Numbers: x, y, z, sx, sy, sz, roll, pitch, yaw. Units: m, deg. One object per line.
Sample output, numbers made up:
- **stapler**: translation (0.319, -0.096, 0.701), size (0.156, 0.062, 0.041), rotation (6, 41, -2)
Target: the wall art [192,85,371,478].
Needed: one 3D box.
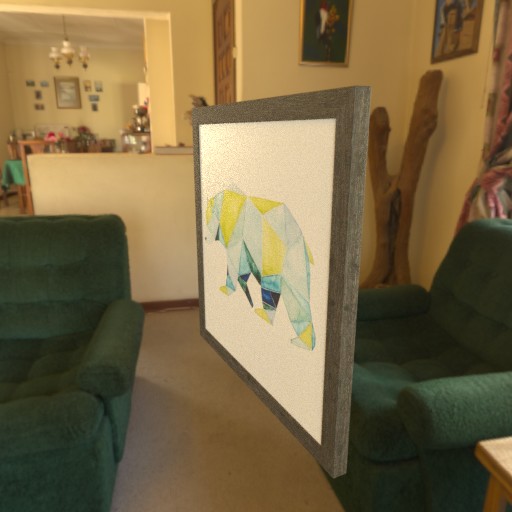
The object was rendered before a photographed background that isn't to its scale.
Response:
- **wall art**: translation (0.000, 0.000, 0.693), size (0.027, 0.459, 0.462), rotation (-8, 17, -27)
